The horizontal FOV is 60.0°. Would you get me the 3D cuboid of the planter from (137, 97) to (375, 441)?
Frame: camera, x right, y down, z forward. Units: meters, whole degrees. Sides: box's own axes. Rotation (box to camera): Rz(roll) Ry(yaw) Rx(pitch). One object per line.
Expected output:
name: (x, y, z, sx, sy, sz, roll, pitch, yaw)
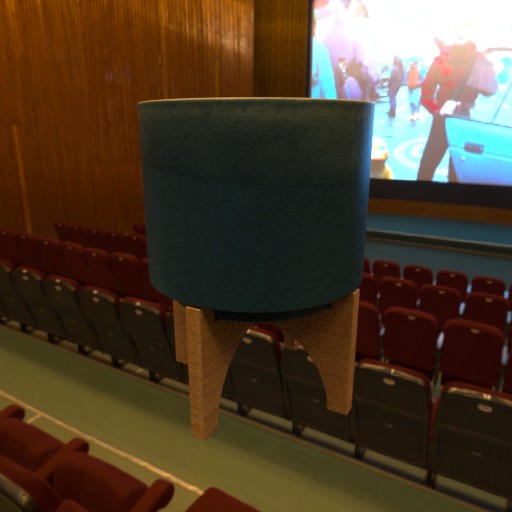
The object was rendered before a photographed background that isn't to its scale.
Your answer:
planter: (0.000, 0.000, 0.406, 0.192, 0.263, 0.192, 0, 16, 0)
